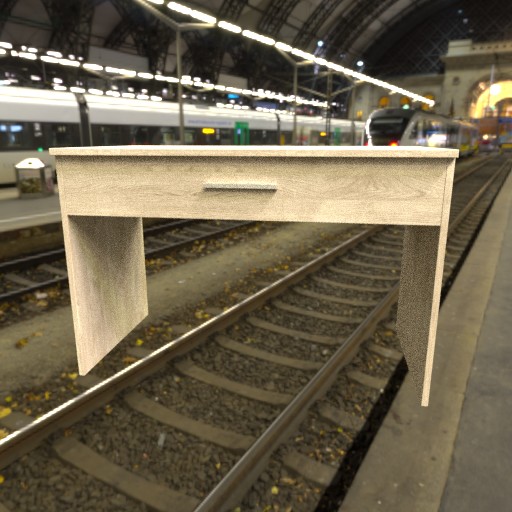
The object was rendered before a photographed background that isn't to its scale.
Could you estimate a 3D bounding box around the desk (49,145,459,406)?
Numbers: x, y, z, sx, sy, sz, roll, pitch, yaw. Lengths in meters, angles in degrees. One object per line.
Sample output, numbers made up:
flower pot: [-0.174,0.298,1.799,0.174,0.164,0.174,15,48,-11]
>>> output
desk: [0.000,0.000,1.531,1.100,0.730,0.560,2,15,9]
